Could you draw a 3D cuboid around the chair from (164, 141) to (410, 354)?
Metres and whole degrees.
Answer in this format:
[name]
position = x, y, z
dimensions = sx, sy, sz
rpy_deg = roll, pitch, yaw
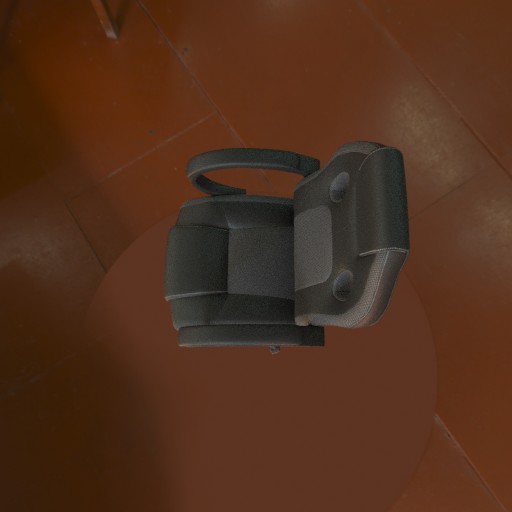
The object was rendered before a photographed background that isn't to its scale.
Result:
[chair]
position = 0.000, 0.000, 1.601
dimensions = 0.724, 1.187, 0.673
rpy_deg = 1, 76, 0
